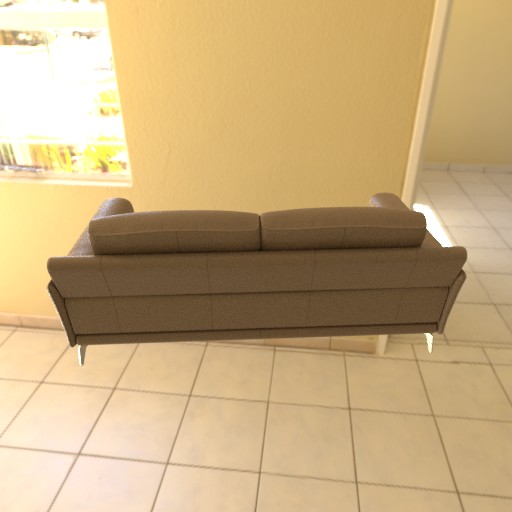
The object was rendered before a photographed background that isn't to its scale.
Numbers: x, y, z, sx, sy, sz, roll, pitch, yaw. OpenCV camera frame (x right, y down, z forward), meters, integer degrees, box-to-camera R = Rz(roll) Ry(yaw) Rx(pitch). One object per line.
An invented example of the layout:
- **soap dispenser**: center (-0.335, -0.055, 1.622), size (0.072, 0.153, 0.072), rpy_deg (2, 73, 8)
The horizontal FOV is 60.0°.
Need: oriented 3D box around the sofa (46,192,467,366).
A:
- **sofa**: center (0.000, 0.000, 2.670), size (2.101, 0.930, 1.049), rpy_deg (-1, 29, -3)
